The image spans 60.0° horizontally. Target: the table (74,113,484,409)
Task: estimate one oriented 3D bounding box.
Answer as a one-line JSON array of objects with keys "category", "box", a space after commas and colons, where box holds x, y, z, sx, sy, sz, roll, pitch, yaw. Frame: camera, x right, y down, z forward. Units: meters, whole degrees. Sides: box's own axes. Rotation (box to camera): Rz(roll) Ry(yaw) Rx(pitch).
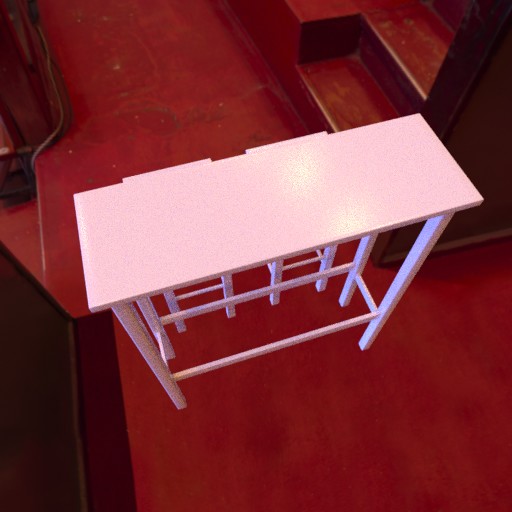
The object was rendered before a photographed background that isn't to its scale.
[{"category": "table", "box": [0.000, 0.000, 1.580, 0.915, 1.065, 0.650, -15, 60, -9]}]
